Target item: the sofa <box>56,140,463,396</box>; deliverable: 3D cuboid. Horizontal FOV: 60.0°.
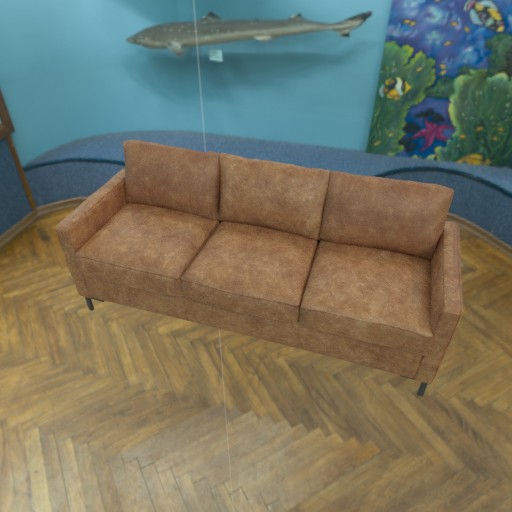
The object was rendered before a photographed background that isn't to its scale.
[{"bbox_3d":[0.000,0.000,2.411,2.029,0.863,0.748,12,40,14],"label":"sofa"}]
